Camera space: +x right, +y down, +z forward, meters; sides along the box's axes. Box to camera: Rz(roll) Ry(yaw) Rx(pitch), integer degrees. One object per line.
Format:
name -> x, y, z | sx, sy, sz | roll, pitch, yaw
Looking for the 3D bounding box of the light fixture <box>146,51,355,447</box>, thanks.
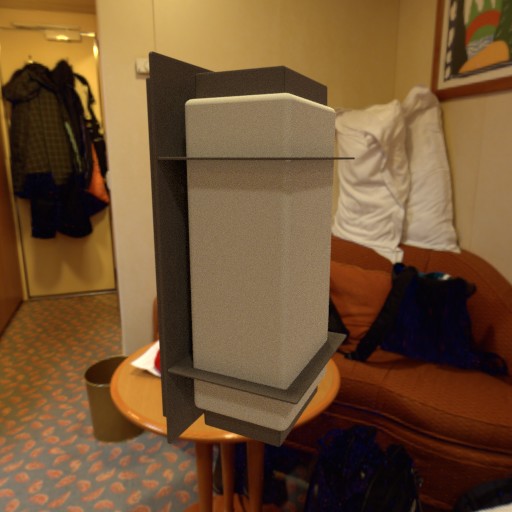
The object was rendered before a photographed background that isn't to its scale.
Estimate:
light fixture -> 0.000, 0.000, 0.426 | 0.146, 0.347, 0.153 | 6, 14, 25
